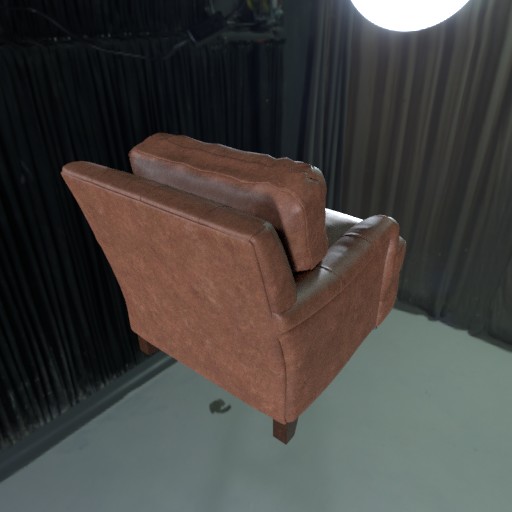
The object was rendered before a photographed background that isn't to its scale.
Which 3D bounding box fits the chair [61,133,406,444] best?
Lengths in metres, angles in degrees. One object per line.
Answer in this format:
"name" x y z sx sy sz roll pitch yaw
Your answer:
"chair" 0.000 0.000 1.950 0.986 1.055 1.158 21 36 32
